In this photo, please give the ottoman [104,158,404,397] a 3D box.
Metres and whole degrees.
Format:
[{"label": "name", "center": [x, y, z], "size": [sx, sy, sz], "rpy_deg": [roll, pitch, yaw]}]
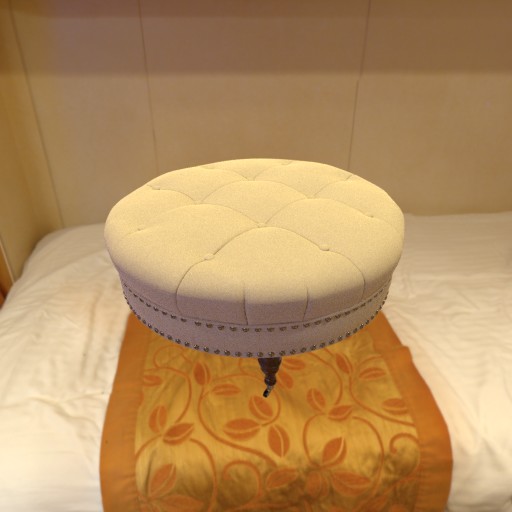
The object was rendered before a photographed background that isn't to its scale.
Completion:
[{"label": "ottoman", "center": [0.000, 0.000, 1.433], "size": [0.901, 0.439, 0.901], "rpy_deg": [0, 30, 0]}]
